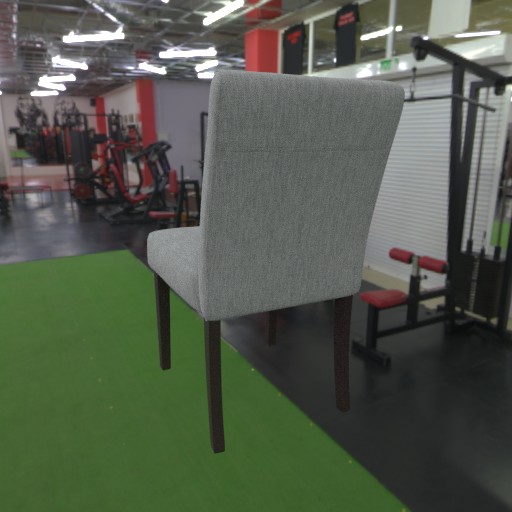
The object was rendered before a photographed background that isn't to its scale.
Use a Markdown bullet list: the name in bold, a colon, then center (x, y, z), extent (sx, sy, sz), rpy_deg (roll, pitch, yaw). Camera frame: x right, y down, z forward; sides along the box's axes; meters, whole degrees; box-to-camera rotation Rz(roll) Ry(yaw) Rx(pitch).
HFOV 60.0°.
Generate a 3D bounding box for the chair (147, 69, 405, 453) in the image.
- **chair**: center (0.000, 0.000, 1.243), extent (0.487, 0.884, 0.629), rpy_deg (-7, 16, -25)
